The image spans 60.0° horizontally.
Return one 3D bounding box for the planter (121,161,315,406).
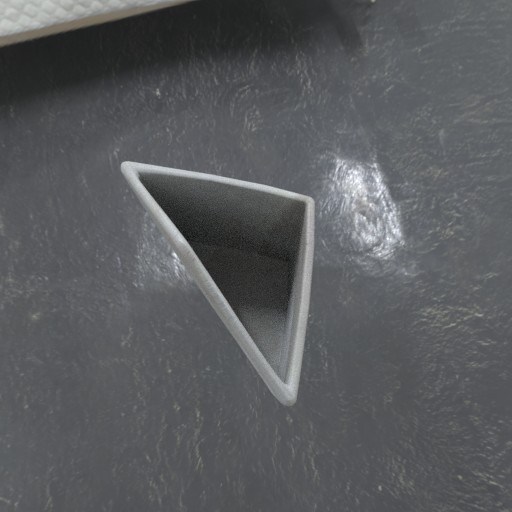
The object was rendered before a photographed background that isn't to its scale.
[{"bbox_3d":[0.000,0.000,0.278,0.080,0.194,0.163,-35,78,-9],"label":"planter"}]
